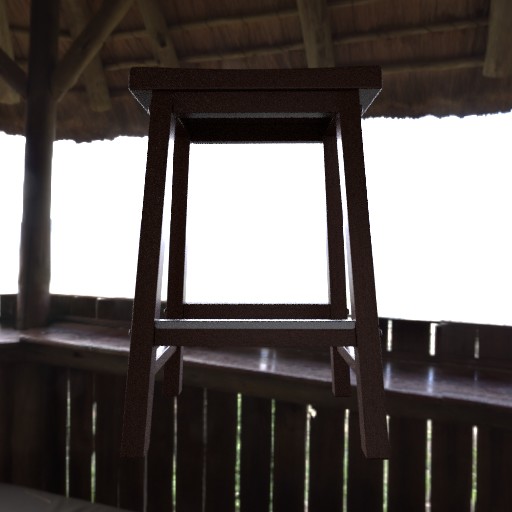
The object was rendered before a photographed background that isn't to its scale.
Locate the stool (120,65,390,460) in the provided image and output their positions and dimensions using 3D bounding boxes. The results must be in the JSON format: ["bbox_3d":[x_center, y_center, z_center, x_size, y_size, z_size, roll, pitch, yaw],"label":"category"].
[{"bbox_3d":[0.000,0.000,0.824,0.406,0.610,0.322,0,1,1],"label":"stool"}]
